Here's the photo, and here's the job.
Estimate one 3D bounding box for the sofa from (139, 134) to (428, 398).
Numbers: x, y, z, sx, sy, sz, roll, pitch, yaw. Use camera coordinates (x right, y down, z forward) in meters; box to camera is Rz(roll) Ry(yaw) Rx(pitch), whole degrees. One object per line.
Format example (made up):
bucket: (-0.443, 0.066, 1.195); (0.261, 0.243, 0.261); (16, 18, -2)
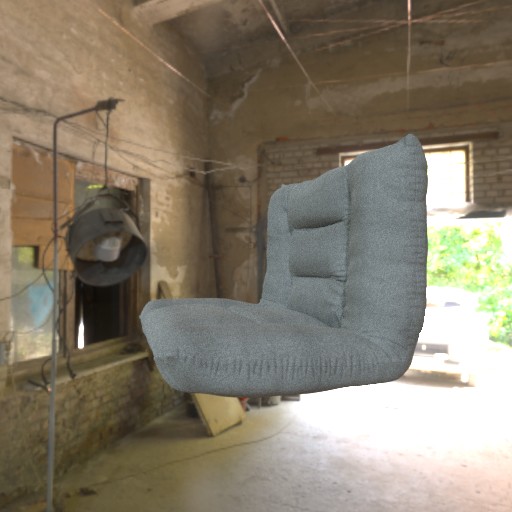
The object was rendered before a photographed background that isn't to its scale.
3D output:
sofa: (0.000, 0.000, 1.737); (0.847, 0.795, 1.144); (0, -1, -17)
